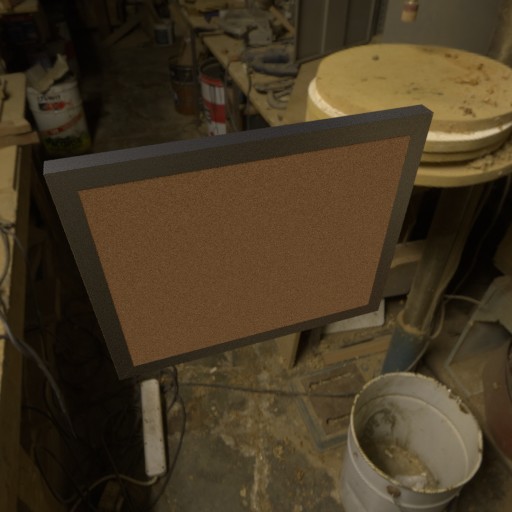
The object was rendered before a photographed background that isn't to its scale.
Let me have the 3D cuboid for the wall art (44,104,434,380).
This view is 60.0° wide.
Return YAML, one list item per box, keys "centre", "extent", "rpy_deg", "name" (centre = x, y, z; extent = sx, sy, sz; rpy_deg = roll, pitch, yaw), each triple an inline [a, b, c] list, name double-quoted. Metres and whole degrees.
- centre: [0.000, 0.000, 0.771]
  extent: [0.557, 0.456, 0.032]
  rpy_deg: [-12, 44, -13]
  name: "wall art"
